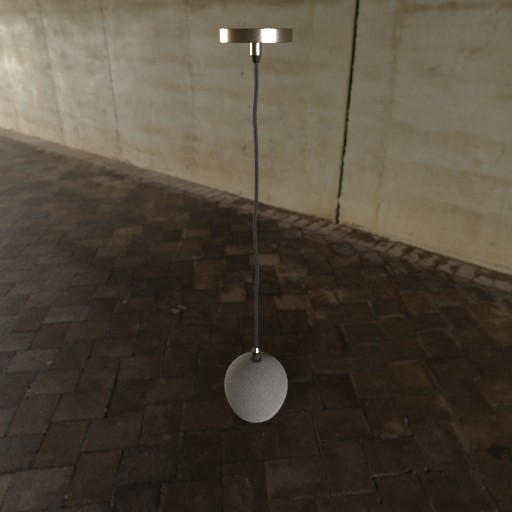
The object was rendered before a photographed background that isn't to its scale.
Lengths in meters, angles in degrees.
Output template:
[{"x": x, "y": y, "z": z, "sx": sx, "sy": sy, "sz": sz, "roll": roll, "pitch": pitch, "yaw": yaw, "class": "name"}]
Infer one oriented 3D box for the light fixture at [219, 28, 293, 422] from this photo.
[{"x": 0.000, "y": 0.000, "z": 0.837, "sx": 0.139, "sy": 0.764, "sz": 0.139, "roll": -8, "pitch": 28, "yaw": -16, "class": "light fixture"}]
